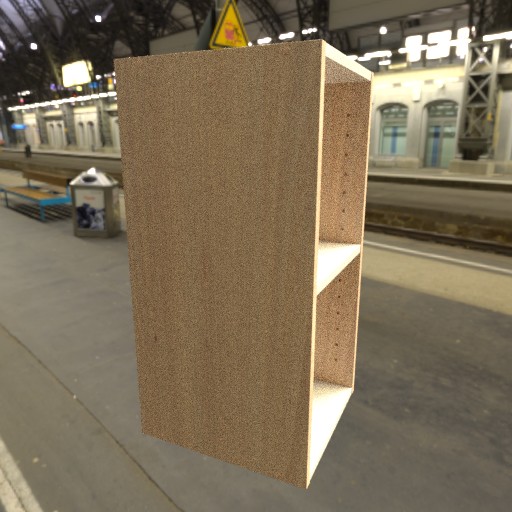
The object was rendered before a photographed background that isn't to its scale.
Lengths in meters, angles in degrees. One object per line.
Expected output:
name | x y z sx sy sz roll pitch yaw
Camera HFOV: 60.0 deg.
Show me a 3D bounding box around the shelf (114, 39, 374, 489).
shelf | 0.000 0.000 0.749 0.297 0.594 0.290 7 16 24
